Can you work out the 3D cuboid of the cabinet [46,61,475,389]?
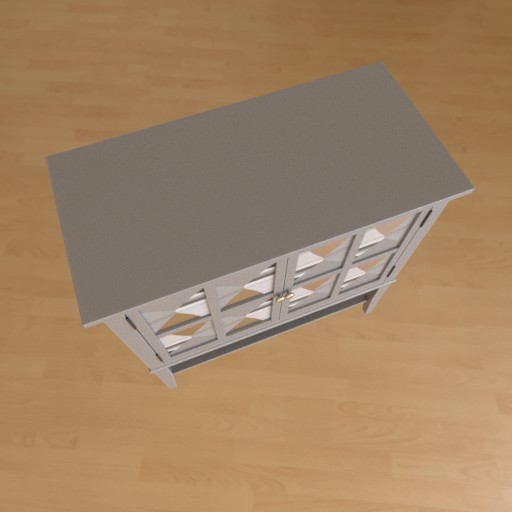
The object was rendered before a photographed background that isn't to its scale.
[{"bbox_3d":[0.000,0.000,1.266,0.801,0.780,0.396,-19,65,-9],"label":"cabinet"}]
